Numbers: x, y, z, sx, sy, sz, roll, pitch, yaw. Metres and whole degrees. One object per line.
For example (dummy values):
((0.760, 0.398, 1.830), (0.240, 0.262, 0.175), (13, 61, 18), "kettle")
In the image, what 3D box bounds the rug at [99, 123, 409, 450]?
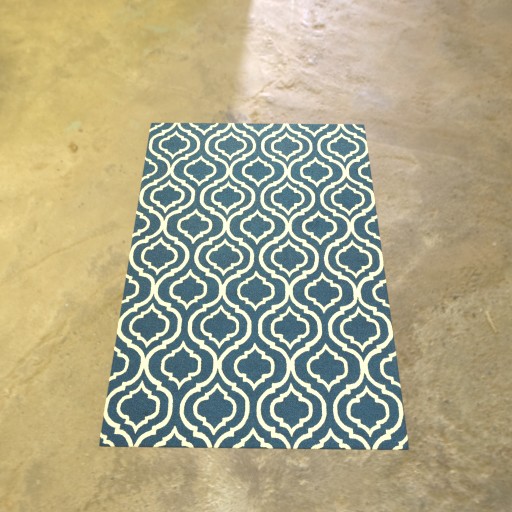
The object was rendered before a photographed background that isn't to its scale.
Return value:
((0.000, 0.000, 2.671), (1.524, 0.010, 2.134), (1, 62, 0), "rug")
